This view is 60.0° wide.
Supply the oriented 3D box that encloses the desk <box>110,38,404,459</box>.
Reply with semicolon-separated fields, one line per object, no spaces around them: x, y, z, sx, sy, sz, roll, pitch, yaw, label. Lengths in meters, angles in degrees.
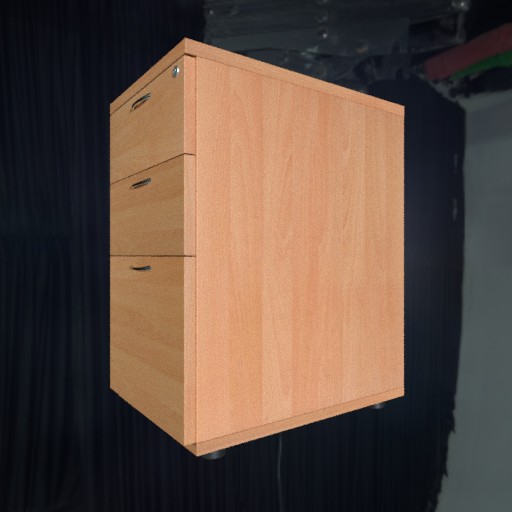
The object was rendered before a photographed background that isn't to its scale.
0.000;0.000;1.072;0.600;0.730;0.404;0;0;-35;desk
